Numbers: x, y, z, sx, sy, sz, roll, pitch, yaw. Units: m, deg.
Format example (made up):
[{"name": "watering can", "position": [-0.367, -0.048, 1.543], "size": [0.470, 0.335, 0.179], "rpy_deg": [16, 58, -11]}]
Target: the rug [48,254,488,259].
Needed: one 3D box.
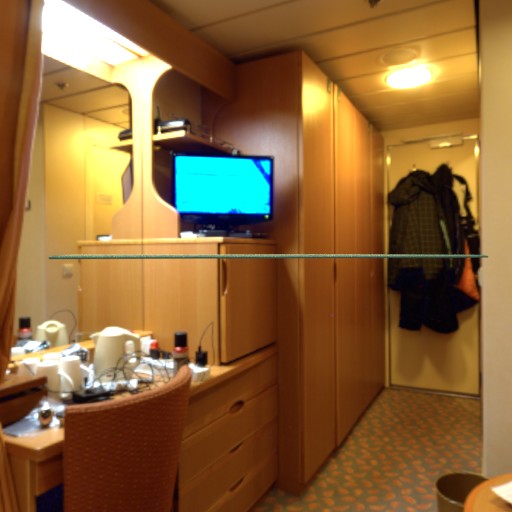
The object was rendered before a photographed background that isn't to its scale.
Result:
[{"name": "rug", "position": [0.000, 0.000, 3.473], "size": [2.769, 0.018, 1.830], "rpy_deg": [0, 0, -19]}]
